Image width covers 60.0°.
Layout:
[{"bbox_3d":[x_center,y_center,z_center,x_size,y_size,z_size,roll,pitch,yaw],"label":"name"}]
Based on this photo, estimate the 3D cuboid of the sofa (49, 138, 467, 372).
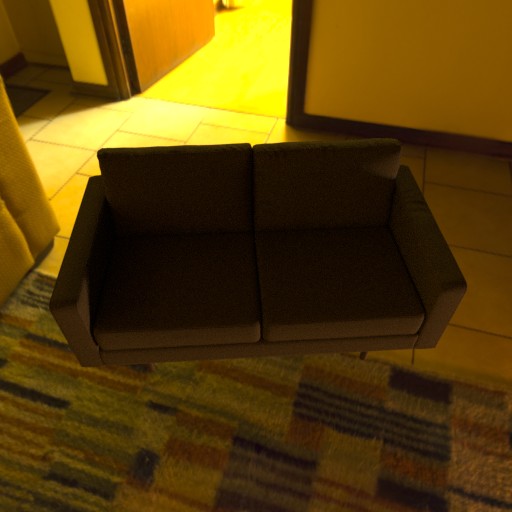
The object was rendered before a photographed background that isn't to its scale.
[{"bbox_3d":[0.000,0.000,2.251,1.730,0.897,0.889,-3,47,-2],"label":"sofa"}]
